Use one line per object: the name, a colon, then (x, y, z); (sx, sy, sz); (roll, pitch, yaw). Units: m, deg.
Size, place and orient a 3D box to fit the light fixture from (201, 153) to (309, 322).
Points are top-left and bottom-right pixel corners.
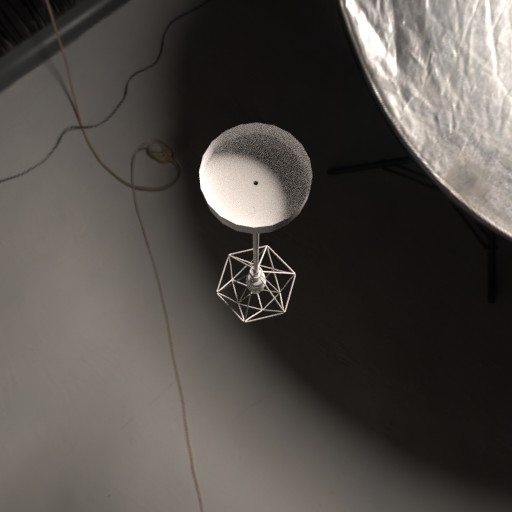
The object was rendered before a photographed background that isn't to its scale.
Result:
light fixture: (0.000, 0.000, 2.010); (0.431, 1.764, 0.487); (-43, 80, -10)
